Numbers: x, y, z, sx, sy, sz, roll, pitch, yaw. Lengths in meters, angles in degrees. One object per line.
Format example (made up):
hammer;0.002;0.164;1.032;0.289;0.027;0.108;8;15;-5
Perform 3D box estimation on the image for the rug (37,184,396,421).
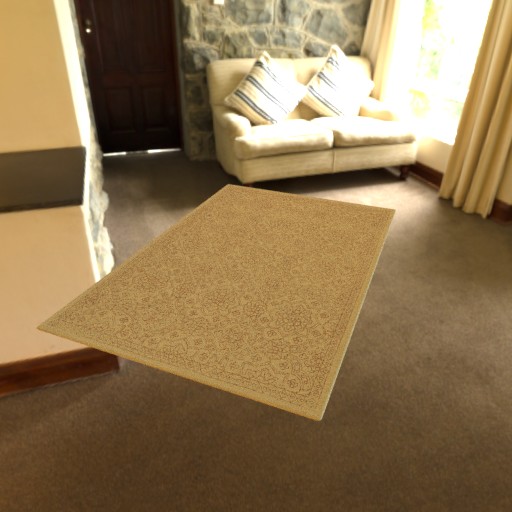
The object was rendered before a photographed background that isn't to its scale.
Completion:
rug;0.000;0.000;2.368;1.219;0.010;1.829;12;32;20
